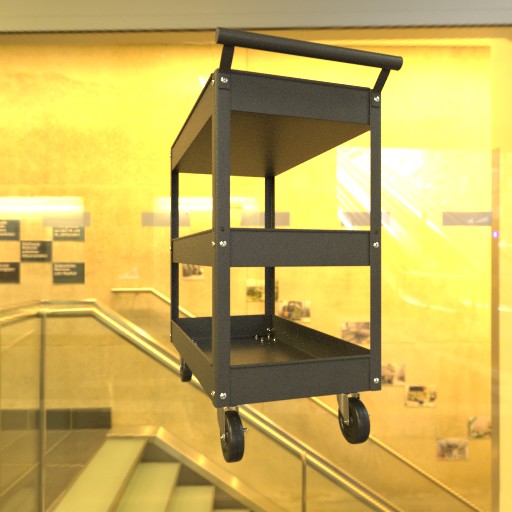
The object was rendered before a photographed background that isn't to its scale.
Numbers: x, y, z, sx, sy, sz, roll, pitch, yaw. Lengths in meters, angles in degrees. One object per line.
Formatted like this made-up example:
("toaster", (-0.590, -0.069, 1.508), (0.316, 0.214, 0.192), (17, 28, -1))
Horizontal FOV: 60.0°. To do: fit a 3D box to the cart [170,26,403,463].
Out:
("cart", (0.000, 0.000, 1.141), (0.366, 0.780, 0.719), (0, 0, -18))
